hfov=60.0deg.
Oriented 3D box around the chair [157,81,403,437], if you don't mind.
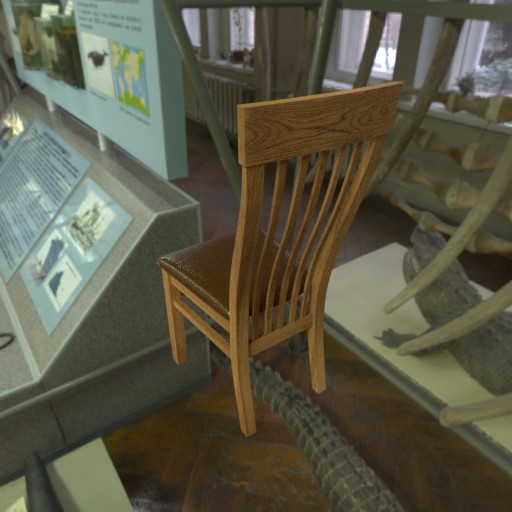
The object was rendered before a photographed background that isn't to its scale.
[{"bbox_3d":[0.000,0.000,1.380,0.450,1.050,0.580,-20,36,-30],"label":"chair"}]
